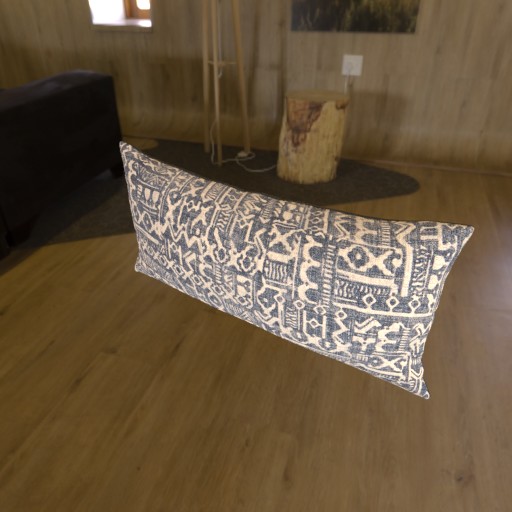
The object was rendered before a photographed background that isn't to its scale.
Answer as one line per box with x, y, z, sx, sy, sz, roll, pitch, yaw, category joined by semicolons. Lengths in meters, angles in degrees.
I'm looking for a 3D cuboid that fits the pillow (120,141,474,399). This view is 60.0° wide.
0.000;0.000;0.741;0.631;0.292;0.148;19;37;28;pillow
